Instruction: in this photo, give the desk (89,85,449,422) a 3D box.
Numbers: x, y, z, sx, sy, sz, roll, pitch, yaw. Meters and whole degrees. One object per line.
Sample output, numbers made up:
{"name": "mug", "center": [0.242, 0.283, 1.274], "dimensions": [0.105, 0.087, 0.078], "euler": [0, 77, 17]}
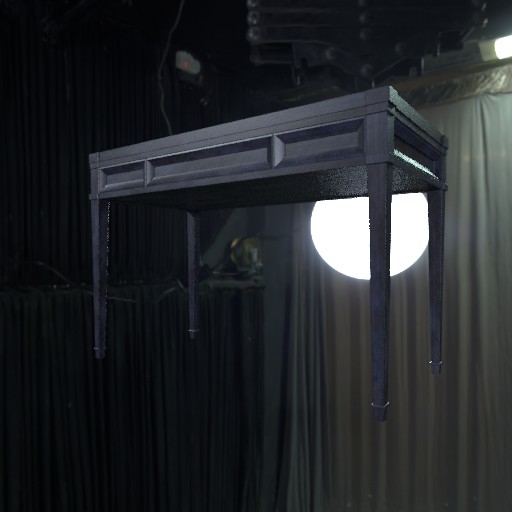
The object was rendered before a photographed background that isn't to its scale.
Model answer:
{"name": "desk", "center": [0.000, 0.000, 1.749], "dimensions": [1.289, 0.861, 0.630], "euler": [0, 0, 36]}
